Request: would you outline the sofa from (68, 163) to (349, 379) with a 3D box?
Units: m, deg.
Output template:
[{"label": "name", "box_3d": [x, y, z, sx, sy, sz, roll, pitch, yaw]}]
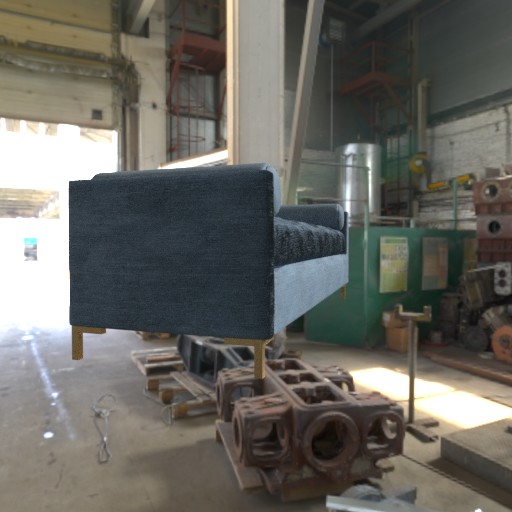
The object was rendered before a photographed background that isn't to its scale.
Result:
[{"label": "sofa", "box_3d": [0.000, 0.000, 2.474, 0.796, 0.705, 2.102, 1, 2, 18]}]
